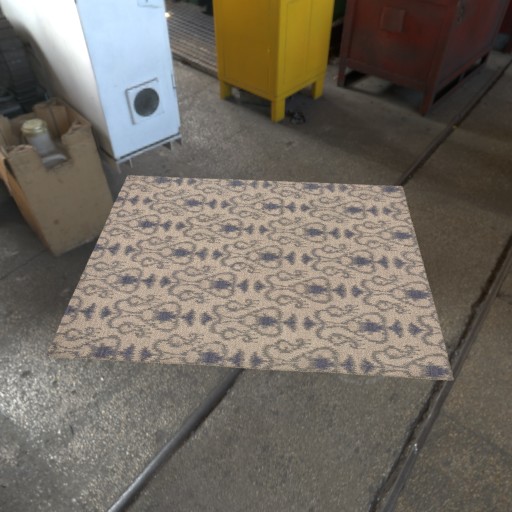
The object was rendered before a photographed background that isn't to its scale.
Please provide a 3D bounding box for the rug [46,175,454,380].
[{"bbox_3d":[0.000,0.000,4.299,3.205,0.015,2.437,3,46,3],"label":"rug"}]
